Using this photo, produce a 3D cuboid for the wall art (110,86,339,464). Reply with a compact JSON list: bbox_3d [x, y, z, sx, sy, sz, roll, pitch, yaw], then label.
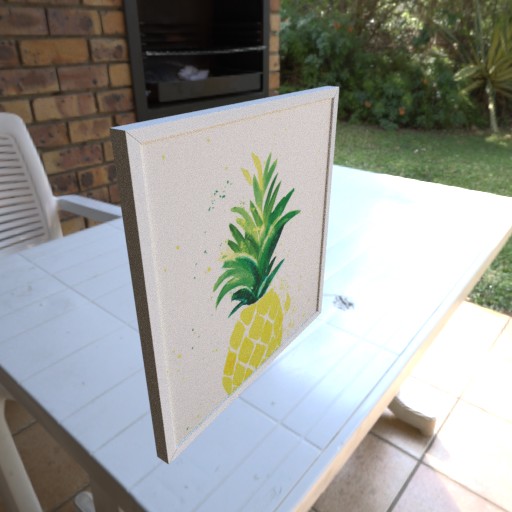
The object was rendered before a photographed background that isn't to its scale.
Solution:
[{"bbox_3d":[0.000,0.000,1.148,0.038,0.761,0.763,17,32,31],"label":"wall art"}]
